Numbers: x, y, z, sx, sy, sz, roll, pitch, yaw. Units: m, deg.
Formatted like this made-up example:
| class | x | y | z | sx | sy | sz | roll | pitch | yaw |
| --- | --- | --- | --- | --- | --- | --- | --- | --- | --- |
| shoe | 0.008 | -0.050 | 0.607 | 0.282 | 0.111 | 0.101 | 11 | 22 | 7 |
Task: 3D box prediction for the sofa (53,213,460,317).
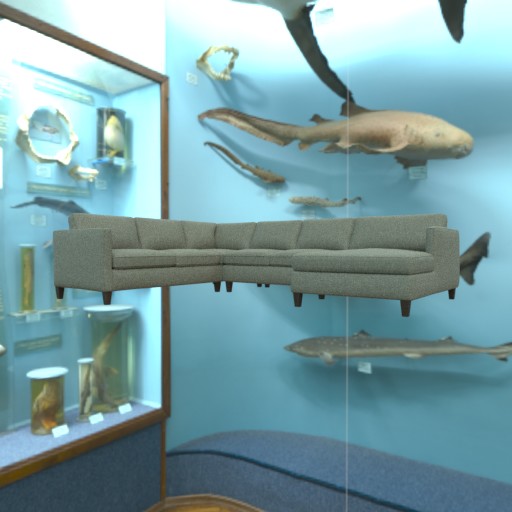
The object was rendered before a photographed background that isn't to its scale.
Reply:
| class | x | y | z | sx | sy | sz | roll | pitch | yaw |
| --- | --- | --- | --- | --- | --- | --- | --- | --- | --- |
| sofa | 0.000 | 0.000 | 4.554 | 3.403 | 0.889 | 2.551 | 1 | 1 | 37 |
